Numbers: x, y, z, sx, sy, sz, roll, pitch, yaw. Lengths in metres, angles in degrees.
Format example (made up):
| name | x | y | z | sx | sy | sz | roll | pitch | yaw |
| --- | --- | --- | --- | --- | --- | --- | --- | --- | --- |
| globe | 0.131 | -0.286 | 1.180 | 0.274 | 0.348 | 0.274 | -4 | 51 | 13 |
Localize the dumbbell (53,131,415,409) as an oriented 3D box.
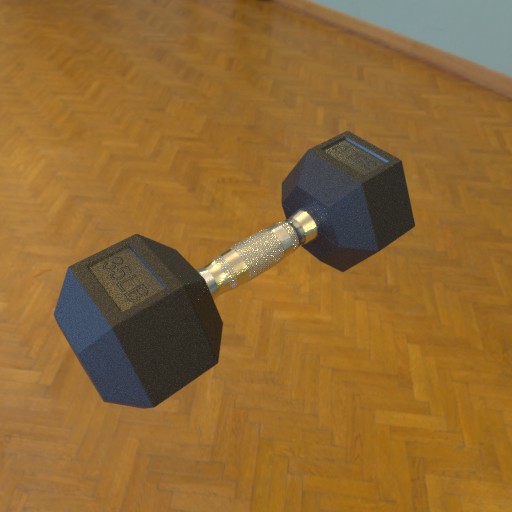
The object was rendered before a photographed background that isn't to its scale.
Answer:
| name | x | y | z | sx | sy | sz | roll | pitch | yaw |
| --- | --- | --- | --- | --- | --- | --- | --- | --- | --- |
| dumbbell | 0.000 | 0.000 | 0.425 | 0.356 | 0.123 | 0.141 | -31 | 53 | -26 |
